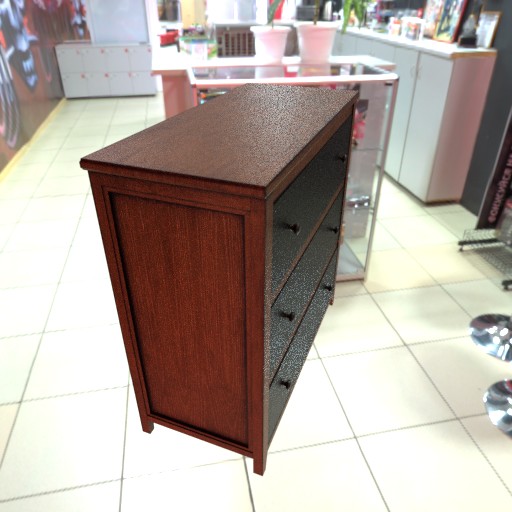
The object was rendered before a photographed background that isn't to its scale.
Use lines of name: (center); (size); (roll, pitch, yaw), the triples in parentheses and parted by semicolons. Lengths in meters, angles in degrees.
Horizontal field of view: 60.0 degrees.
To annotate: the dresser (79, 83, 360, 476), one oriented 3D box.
dresser: (0.000, 0.000, 1.981); (0.591, 1.224, 1.250); (12, 33, 18)
